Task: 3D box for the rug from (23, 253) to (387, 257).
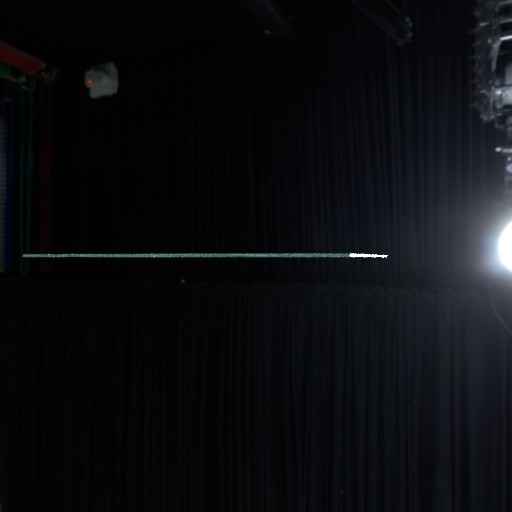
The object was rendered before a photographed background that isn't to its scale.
[{"bbox_3d":[0.000,0.000,2.311,1.212,0.010,1.811,0,0,20],"label":"rug"}]
